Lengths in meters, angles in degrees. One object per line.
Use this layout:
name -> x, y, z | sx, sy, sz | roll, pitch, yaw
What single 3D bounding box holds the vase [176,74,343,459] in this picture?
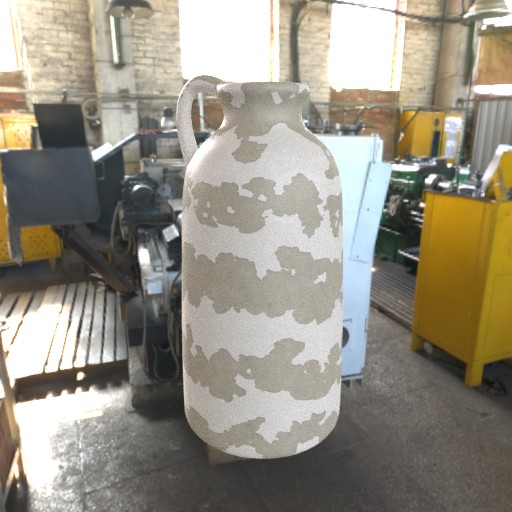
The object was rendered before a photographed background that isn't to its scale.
vase -> 0.000, 0.000, 0.492 | 0.203, 0.382, 0.186 | 9, 18, 28
